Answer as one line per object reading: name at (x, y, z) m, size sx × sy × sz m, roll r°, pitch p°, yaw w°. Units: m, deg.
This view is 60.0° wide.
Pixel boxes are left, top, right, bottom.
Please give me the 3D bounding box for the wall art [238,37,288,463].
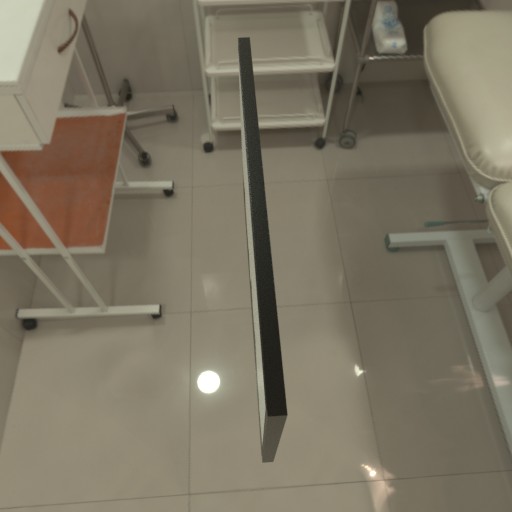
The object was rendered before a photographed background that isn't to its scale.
wall art at (0.000, 0.000, 0.828) m, size 0.022 × 0.446 × 0.659 m, roll -3°, pitch 59°, yaw -2°
